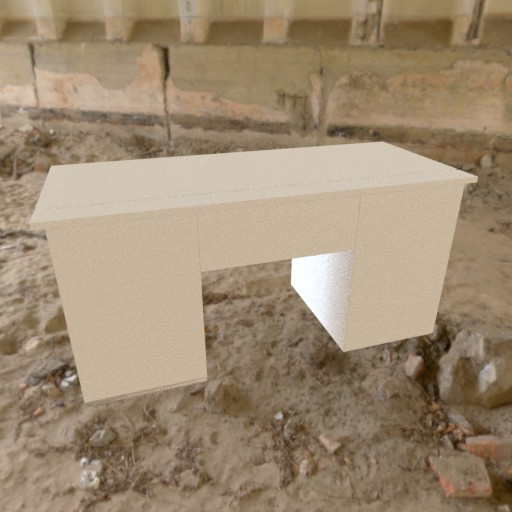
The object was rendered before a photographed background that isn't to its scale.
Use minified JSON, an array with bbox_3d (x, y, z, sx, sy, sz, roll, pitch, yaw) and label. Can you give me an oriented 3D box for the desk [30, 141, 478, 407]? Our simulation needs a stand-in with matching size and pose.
[{"bbox_3d":[0.000,0.000,1.944,1.580,0.760,0.670,-8,27,-16],"label":"desk"}]
